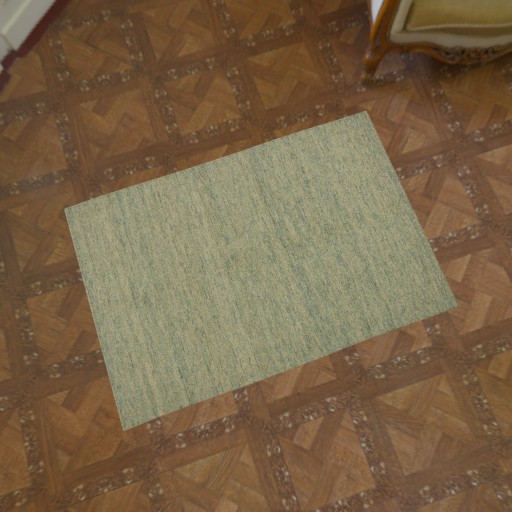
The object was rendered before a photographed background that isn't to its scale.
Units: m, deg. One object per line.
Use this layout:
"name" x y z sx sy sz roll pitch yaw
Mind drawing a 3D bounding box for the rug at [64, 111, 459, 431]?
"rug" 0.000 0.000 3.000 2.283 0.013 1.547 -19 76 -5
